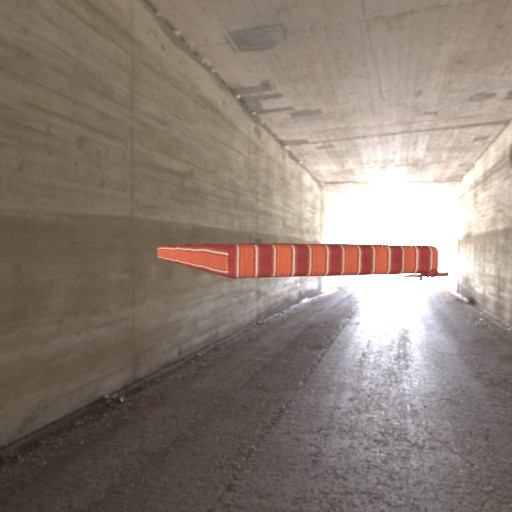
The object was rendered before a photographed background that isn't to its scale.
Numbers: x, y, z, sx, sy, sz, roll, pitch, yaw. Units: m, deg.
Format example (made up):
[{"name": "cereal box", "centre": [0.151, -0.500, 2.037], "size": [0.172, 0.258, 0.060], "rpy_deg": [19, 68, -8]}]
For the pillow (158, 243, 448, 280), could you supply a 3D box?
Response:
[{"name": "pillow", "centre": [0.000, 0.000, 1.383], "size": [0.492, 0.081, 1.187], "rpy_deg": [0, 2, -18]}]
